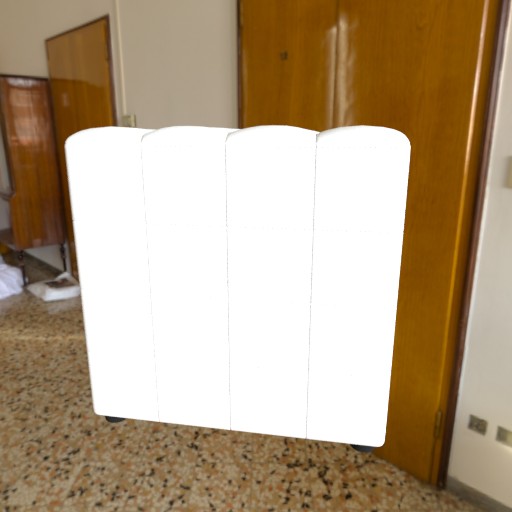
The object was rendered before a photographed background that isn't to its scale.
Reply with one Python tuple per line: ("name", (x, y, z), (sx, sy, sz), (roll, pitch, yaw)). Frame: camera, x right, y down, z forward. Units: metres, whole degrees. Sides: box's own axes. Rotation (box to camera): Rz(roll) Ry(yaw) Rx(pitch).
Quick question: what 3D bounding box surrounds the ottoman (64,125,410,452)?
("ottoman", (0.000, 0.000, 0.777), (0.425, 0.432, 0.425), (3, 15, 10))
